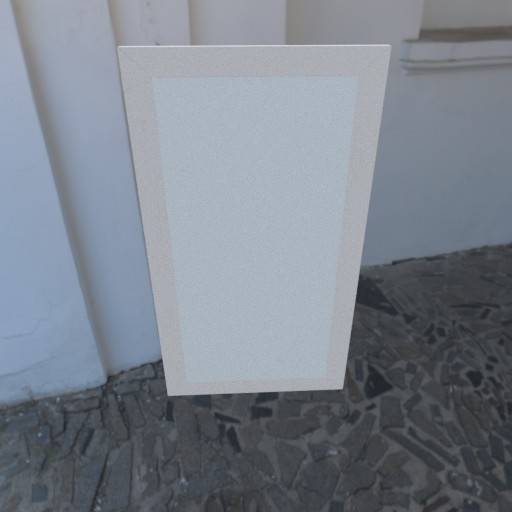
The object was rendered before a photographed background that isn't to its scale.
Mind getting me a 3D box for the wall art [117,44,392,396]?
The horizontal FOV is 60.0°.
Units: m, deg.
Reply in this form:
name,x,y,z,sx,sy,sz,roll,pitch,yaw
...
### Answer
name,x,y,z,sx,sy,sz,roll,pitch,yaw
wall art,0.000,0.000,0.793,0.380,0.683,0.013,-1,31,-2
